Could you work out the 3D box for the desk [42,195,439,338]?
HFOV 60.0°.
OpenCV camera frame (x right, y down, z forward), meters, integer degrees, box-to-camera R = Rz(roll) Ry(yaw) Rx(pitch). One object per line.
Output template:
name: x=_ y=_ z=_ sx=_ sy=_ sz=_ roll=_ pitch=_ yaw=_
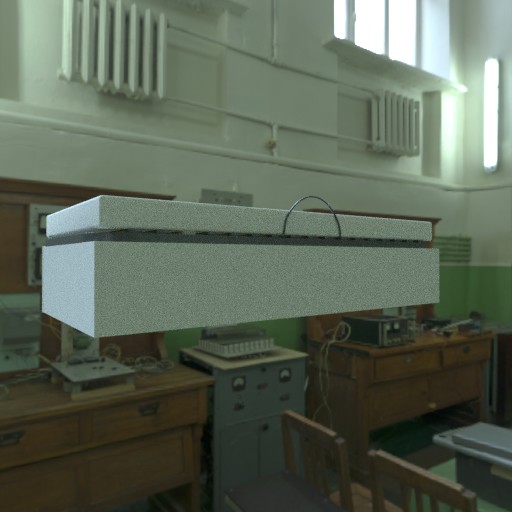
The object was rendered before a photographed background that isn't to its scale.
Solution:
desk: x=0.000 y=0.000 z=2.307 sx=1.900 sy=0.526 sz=0.900 roll=0 pitch=0 yaw=-36
